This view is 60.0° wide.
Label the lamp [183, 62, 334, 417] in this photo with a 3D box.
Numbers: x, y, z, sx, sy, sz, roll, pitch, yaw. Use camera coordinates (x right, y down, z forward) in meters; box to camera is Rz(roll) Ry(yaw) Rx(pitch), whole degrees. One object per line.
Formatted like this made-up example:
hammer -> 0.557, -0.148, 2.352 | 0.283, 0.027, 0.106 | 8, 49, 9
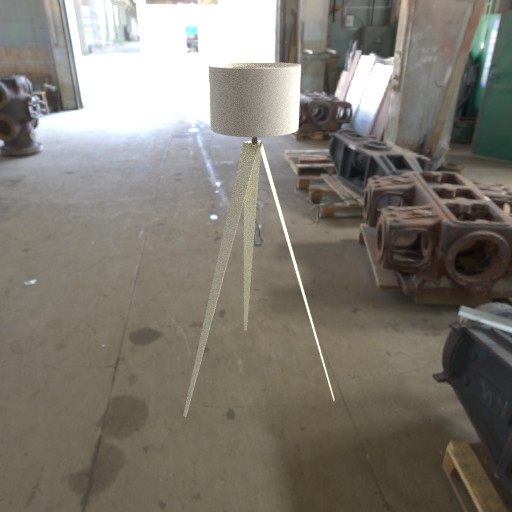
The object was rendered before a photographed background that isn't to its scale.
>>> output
lamp -> 0.000, 0.000, 1.934 | 0.724, 1.524, 0.716 | 19, 33, 33
